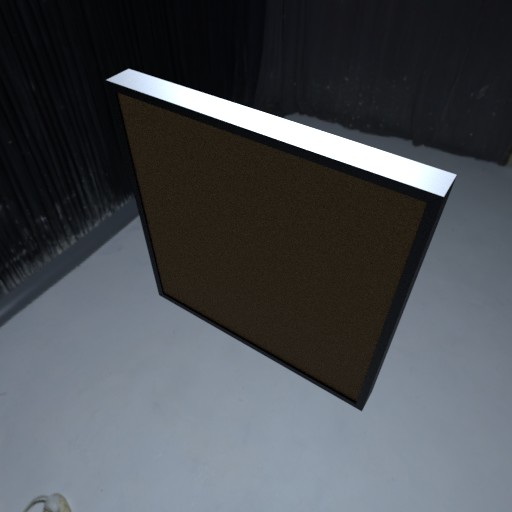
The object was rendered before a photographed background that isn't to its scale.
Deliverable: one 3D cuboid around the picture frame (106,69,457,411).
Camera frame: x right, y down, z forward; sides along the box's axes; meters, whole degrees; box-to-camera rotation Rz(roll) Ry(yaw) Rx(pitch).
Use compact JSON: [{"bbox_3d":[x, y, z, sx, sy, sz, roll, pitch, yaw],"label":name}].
[{"bbox_3d":[0.000,0.000,0.476,0.317,0.317,0.030,25,51,23],"label":"picture frame"}]
